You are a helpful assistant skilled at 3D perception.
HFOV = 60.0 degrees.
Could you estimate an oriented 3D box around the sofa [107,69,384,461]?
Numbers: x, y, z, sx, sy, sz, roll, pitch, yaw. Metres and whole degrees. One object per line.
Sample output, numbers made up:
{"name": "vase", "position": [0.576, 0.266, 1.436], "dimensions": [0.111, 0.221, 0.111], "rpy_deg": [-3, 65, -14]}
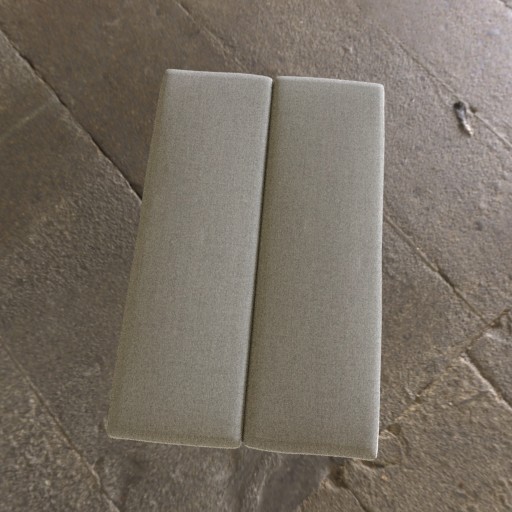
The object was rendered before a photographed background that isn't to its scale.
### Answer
{"name": "sofa", "position": [0.000, 0.000, 1.596], "dimensions": [0.817, 0.434, 1.250], "rpy_deg": [5, 76, 1]}
